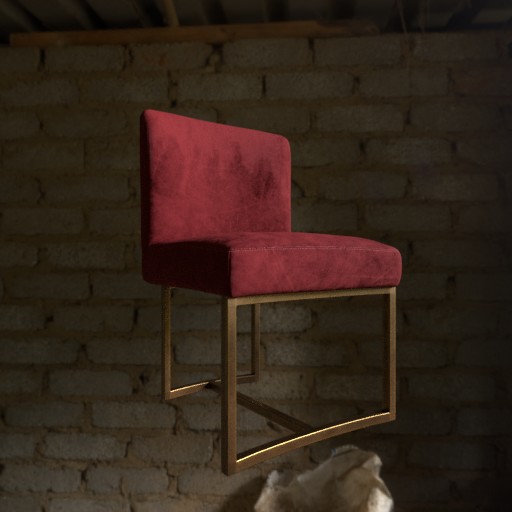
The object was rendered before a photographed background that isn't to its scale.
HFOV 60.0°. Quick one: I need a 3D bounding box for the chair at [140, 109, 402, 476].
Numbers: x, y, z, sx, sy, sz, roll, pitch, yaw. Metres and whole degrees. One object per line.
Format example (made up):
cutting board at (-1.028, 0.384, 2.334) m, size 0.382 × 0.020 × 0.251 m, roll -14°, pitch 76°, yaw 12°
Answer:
chair at (0.000, 0.000, 1.181) m, size 0.530 × 0.824 × 0.560 m, roll 0°, pitch 0°, yaw -35°
